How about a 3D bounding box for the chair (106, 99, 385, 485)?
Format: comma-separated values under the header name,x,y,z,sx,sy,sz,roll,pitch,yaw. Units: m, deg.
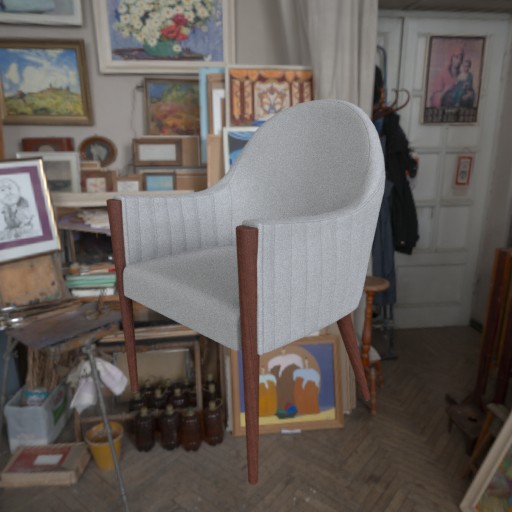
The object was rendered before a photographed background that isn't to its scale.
name,x,y,z,sx,sy,sz,roll,pitch,yaw
chair,0.000,0.000,1.287,0.620,0.889,0.610,-14,21,-43
